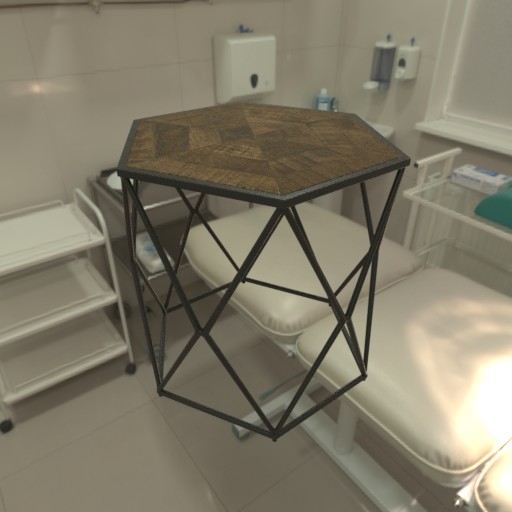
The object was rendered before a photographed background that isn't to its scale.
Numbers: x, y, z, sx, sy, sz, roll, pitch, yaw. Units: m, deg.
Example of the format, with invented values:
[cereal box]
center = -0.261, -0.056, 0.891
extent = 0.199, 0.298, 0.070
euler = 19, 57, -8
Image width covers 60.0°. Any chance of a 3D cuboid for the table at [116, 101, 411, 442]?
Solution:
[table]
center = 0.000, 0.000, 1.032
extent = 0.578, 0.564, 0.579
euler = -22, 38, -30
